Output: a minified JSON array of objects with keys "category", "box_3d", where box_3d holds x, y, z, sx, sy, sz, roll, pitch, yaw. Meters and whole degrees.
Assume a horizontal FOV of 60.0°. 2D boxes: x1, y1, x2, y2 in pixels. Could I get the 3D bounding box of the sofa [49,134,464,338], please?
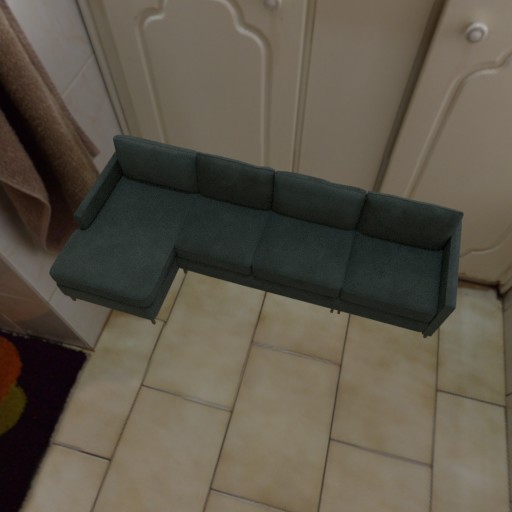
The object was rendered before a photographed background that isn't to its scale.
[{"category":"sofa","box_3d":[0.000,0.000,4.026,3.400,0.967,1.500,14,59,9]}]
